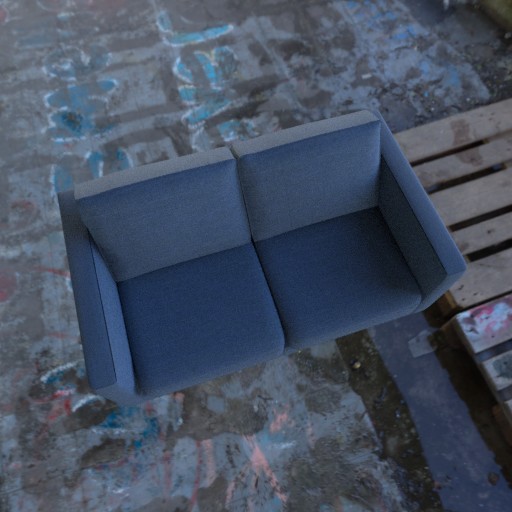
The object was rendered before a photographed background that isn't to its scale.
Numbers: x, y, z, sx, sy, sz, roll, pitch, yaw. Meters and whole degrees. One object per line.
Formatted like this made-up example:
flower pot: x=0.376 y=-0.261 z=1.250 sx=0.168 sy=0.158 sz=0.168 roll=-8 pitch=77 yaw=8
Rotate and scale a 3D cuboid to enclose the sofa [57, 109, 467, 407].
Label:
sofa: x=0.000 y=0.000 z=2.234 sx=1.659 sy=0.907 sz=0.999 roll=-17 pitch=66 yaw=-8
